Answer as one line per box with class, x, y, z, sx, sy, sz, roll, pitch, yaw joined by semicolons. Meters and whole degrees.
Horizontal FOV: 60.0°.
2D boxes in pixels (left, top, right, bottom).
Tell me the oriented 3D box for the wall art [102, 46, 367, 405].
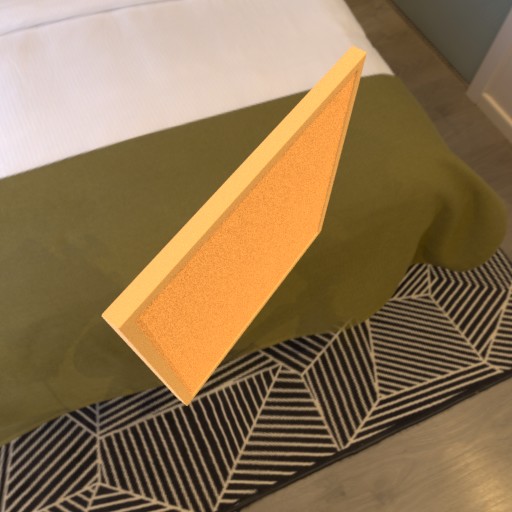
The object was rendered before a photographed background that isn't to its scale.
wall art;0.000;0.000;1.156;0.037;0.761;0.761;33;68;16
